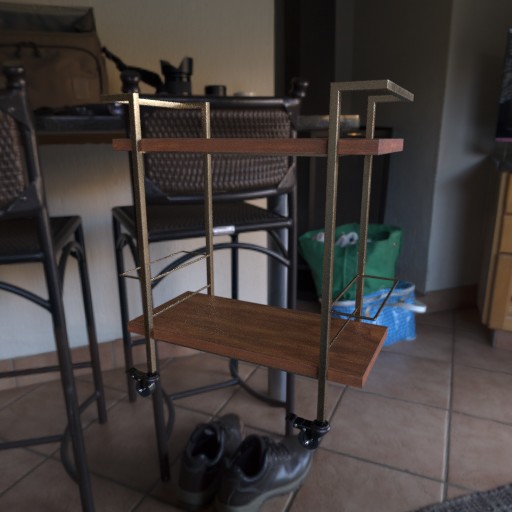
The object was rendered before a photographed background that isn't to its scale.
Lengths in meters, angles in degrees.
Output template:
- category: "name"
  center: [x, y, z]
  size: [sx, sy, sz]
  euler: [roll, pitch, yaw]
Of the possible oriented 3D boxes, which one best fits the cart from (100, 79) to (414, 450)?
- category: "cart"
  center: [0.000, 0.000, 1.175]
  size: [0.695, 0.807, 0.364]
  euler: [7, 17, 25]
